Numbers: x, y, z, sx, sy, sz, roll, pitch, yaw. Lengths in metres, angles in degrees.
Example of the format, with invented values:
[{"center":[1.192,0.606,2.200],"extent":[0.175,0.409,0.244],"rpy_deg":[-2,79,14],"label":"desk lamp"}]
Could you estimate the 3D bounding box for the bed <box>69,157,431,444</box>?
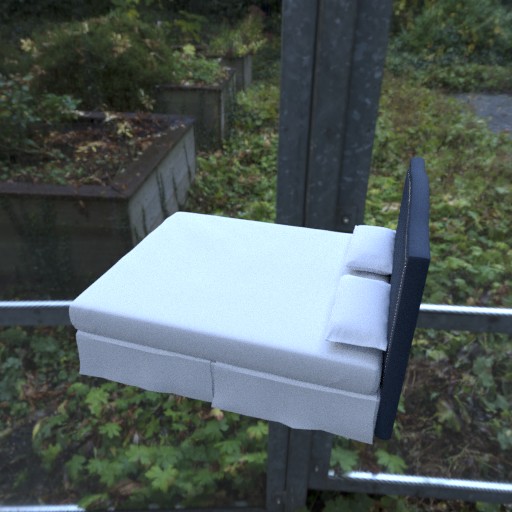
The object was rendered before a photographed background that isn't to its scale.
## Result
[{"center":[0.000,0.000,3.426],"extent":[2.282,1.436,1.821],"rpy_deg":[9,31,15],"label":"bed"}]
